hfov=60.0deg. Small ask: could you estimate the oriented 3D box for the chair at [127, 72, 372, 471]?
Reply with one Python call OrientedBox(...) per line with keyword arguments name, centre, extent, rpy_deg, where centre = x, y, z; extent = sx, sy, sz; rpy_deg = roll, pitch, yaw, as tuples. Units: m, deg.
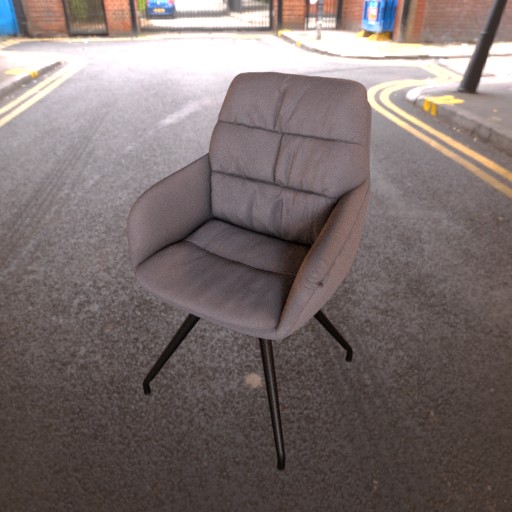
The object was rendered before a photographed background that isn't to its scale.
OrientedBox(name="chair", centre=(0.000, 0.000, 1.235), extent=(0.579, 0.888, 0.569), rpy_deg=(18, 35, 27))
